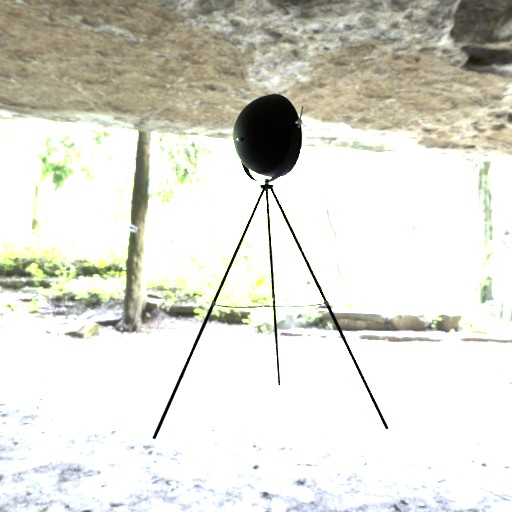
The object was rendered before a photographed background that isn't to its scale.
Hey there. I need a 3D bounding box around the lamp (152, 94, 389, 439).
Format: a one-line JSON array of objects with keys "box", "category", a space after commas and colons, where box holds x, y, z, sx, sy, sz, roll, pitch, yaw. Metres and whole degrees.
[{"box": [0.000, 0.000, 2.021, 0.920, 1.512, 0.817, 0, -1, -35], "category": "lamp"}]
